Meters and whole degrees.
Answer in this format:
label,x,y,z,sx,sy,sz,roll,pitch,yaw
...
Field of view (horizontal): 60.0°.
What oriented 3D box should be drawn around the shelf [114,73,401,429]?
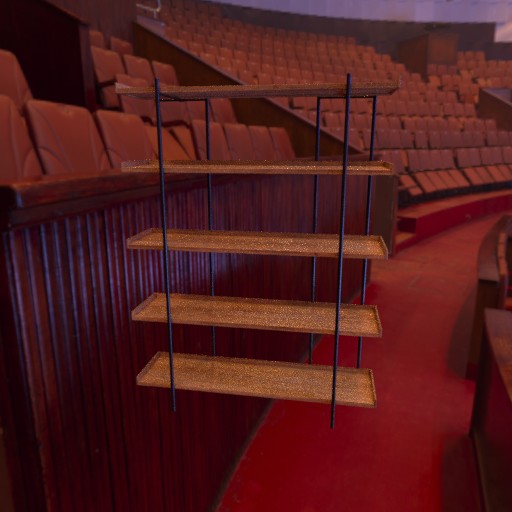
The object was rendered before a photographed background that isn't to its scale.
label,x,y,z,sx,sy,sz,roll,pitch,yaw
shelf,0.000,0.000,2.470,1.371,1.826,0.379,2,14,10
